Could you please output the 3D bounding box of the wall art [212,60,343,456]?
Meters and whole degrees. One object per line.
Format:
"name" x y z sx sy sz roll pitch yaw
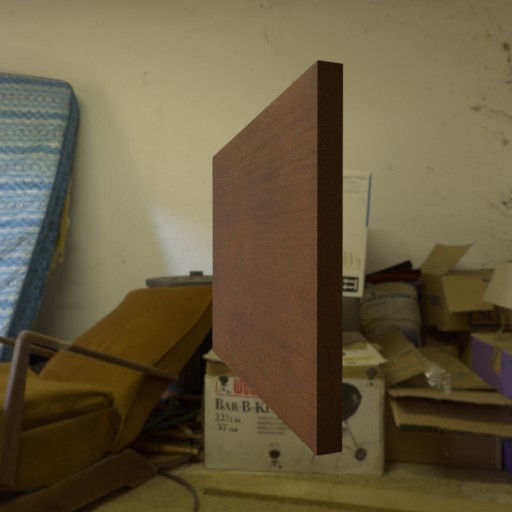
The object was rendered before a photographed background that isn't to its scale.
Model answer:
"wall art" 0.000 0.000 0.782 0.033 0.457 0.558 0 1 -18
